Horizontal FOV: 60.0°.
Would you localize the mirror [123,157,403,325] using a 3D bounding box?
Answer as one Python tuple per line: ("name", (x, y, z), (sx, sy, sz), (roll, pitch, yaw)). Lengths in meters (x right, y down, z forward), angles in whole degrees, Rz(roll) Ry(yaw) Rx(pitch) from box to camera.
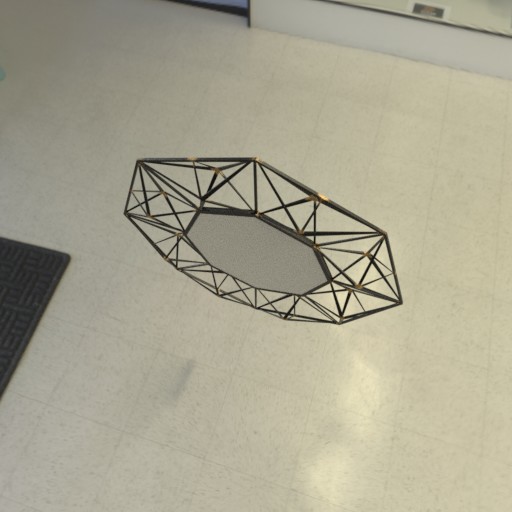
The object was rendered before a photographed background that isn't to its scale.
("mirror", (0.000, 0.000, 1.063), (0.710, 0.710, 0.094), (18, 64, 9))
